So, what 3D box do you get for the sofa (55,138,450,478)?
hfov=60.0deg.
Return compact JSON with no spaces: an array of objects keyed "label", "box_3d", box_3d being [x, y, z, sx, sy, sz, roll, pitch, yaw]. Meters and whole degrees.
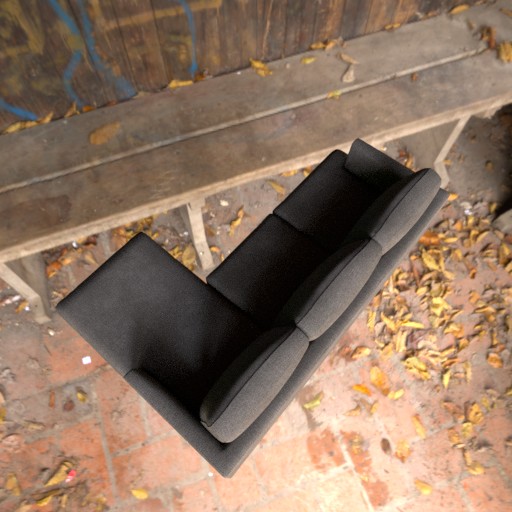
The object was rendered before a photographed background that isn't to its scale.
[{"label":"sofa","box_3d":[0.000,0.000,2.958,1.504,0.956,2.233,37,69,17]}]
